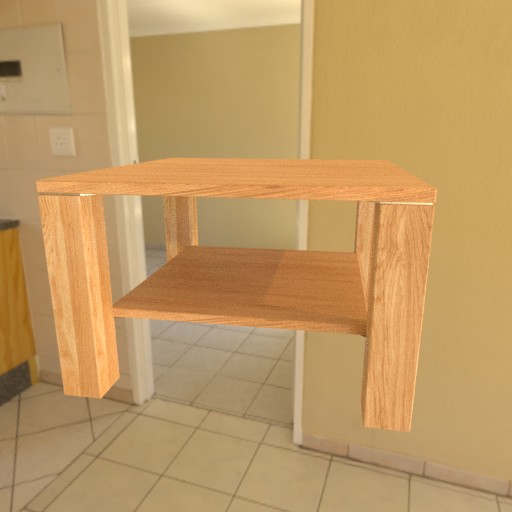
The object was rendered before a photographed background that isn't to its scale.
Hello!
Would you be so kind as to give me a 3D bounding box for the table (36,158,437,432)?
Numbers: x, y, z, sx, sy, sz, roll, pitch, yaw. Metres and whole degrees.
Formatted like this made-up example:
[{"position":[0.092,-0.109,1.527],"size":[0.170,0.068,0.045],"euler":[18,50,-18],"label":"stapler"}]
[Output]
[{"position":[0.000,0.000,1.147],"size":[0.700,0.450,0.700],"euler":[3,16,10],"label":"table"}]
